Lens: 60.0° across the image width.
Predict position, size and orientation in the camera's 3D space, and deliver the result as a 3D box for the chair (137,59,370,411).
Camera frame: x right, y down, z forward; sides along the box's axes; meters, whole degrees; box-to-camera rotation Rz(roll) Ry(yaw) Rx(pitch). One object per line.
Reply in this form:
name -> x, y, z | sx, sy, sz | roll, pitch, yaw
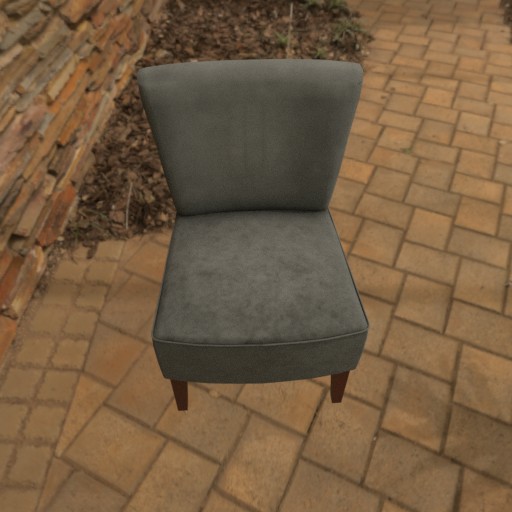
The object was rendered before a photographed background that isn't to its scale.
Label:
chair -> 0.000, 0.000, 1.159 | 0.521, 0.806, 0.554 | -2, 47, -2
